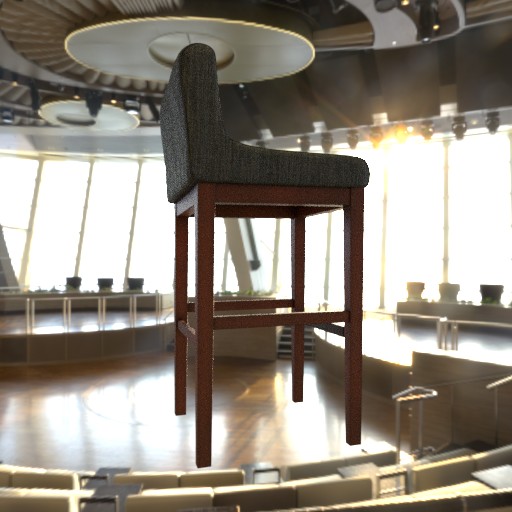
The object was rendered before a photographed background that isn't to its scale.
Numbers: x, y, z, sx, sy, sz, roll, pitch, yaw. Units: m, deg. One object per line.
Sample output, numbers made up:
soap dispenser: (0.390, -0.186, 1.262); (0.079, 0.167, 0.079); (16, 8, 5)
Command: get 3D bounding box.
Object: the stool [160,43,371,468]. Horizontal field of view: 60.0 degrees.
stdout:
stool: (0.000, 0.000, 1.247); (0.499, 0.965, 0.426); (0, -1, -18)
